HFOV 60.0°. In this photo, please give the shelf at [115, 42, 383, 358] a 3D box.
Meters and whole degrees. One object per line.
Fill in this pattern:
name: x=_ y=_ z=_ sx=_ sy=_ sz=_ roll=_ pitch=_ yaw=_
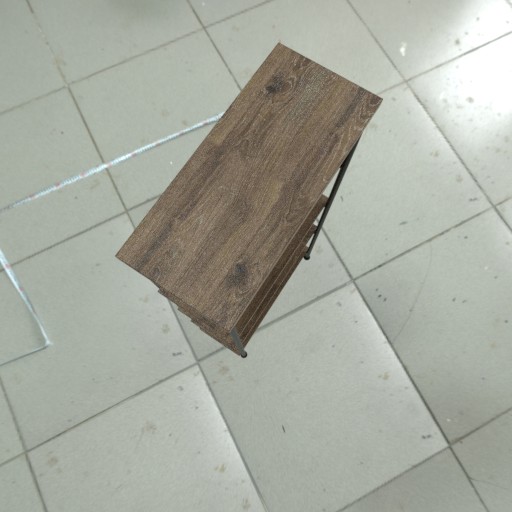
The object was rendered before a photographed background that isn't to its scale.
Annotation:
shelf: x=0.000 y=0.000 z=2.040 sx=0.360 sy=1.700 sz=0.800 roll=32 pitch=77 yaw=8
